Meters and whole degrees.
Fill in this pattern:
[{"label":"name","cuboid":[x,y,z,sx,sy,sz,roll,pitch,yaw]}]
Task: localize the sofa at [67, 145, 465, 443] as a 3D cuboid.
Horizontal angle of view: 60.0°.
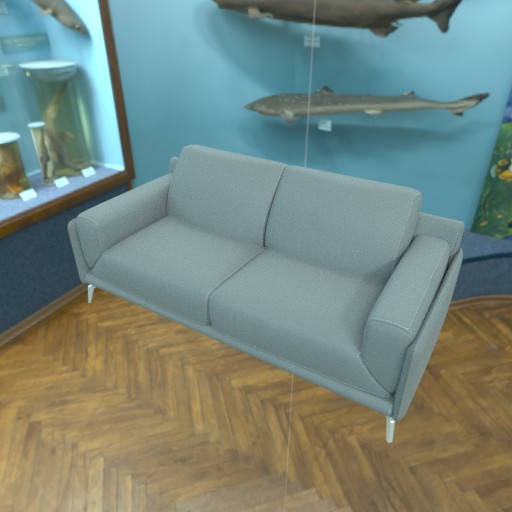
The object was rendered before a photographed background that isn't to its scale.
[{"label":"sofa","cuboid":[0.000,0.000,2.580,2.100,0.900,0.969,18,35,27]}]
